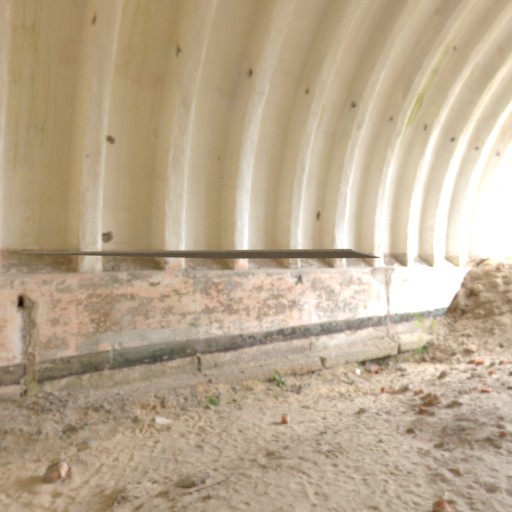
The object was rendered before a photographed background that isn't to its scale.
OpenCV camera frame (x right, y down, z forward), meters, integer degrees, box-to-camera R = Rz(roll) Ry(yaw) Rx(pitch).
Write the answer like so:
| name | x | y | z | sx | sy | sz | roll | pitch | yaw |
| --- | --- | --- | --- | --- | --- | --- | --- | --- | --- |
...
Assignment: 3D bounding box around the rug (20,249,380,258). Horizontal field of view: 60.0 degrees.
| name | x | y | z | sx | sy | sz | roll | pitch | yaw |
| --- | --- | --- | --- | --- | --- | --- | --- | --- | --- |
| rug | 0.000 | 0.000 | 2.982 | 1.515 | 0.010 | 2.430 | 0 | -1 | 18 |
